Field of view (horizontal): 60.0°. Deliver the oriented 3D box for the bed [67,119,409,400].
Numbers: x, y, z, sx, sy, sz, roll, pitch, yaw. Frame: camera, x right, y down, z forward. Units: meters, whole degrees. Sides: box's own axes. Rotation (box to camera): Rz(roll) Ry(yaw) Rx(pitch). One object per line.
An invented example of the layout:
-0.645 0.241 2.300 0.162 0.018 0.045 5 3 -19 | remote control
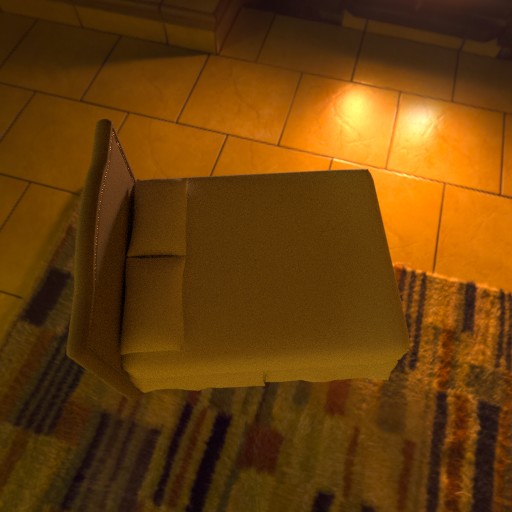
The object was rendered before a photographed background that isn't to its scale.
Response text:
0.000 0.000 3.311 2.128 1.441 1.744 -3 63 -2 | bed
